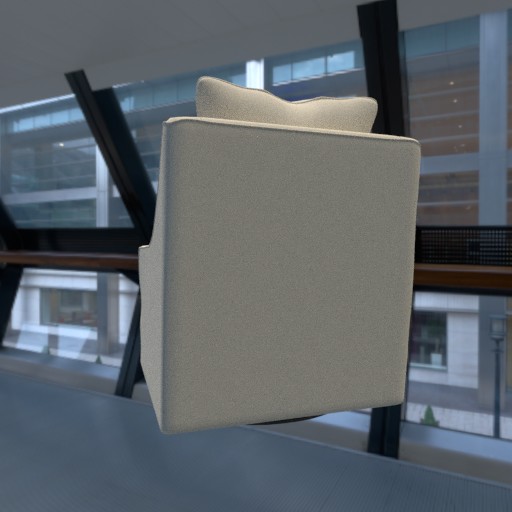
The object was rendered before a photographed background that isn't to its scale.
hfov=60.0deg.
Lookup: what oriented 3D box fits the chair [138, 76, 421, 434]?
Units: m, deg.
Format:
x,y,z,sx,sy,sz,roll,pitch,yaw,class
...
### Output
x,y,z,sx,sy,sz,roll,pitch,yaw,class
0.000,0.000,1.577,0.756,0.965,0.876,0,1,-19,chair
